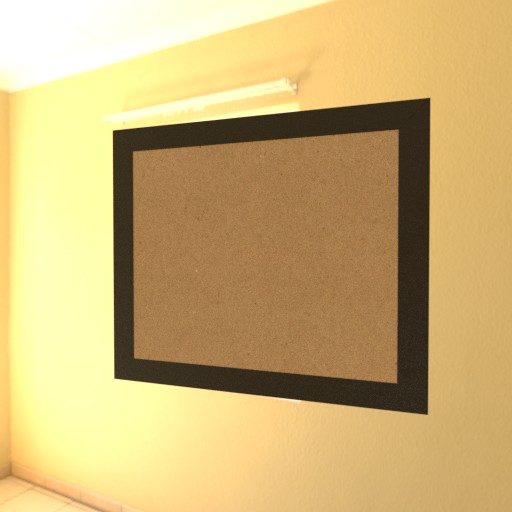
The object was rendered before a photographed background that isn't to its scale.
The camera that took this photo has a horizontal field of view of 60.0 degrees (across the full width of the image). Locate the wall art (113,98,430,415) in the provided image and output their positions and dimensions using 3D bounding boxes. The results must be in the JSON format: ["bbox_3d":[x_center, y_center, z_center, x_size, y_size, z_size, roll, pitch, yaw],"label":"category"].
[{"bbox_3d":[0.000,0.000,0.524,0.381,0.321,0.028,0,1,19],"label":"wall art"}]
